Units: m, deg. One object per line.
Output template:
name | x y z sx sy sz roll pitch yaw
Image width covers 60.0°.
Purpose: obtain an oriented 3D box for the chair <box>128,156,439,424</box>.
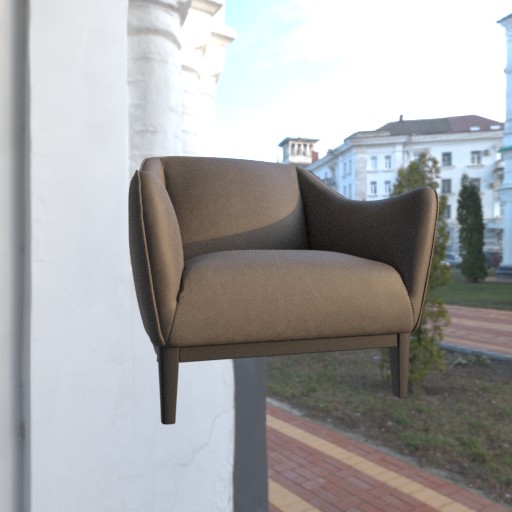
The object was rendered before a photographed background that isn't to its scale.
chair | 0.000 0.000 1.539 0.871 0.830 0.852 0 0 -18
